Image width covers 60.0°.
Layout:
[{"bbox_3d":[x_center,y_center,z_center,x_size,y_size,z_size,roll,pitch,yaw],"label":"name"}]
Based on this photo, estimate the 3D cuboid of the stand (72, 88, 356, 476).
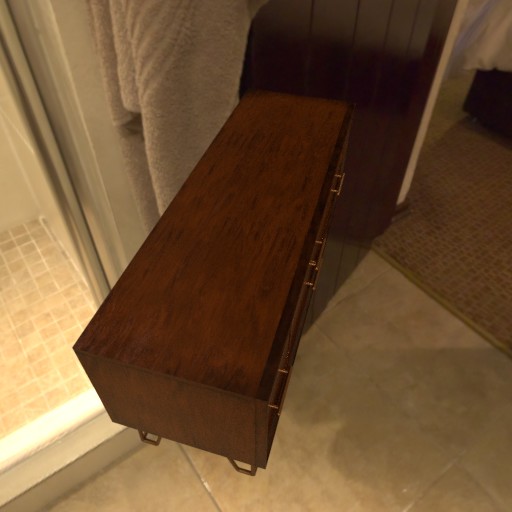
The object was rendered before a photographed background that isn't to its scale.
[{"bbox_3d":[0.000,0.000,1.649,0.481,0.610,1.372,12,47,11],"label":"stand"}]
